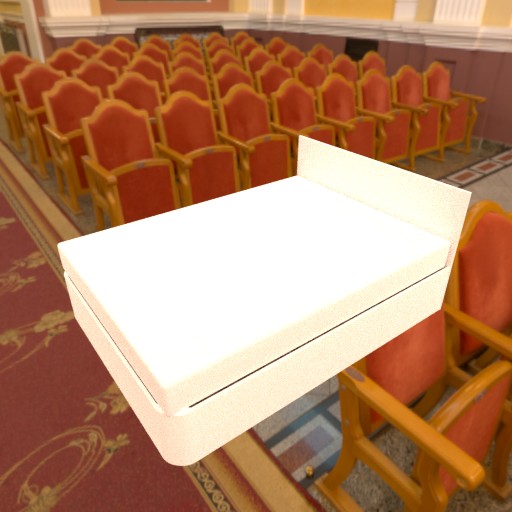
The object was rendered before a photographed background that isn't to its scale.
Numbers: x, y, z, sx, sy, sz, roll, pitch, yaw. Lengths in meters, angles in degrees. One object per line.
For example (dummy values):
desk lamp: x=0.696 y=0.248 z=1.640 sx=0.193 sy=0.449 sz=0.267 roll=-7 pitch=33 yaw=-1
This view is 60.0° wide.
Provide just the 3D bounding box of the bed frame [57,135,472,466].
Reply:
bed frame: x=0.000 y=0.000 z=2.624 sx=1.900 sy=0.800 sz=1.400 roll=-21 pitch=37 yaw=-31
